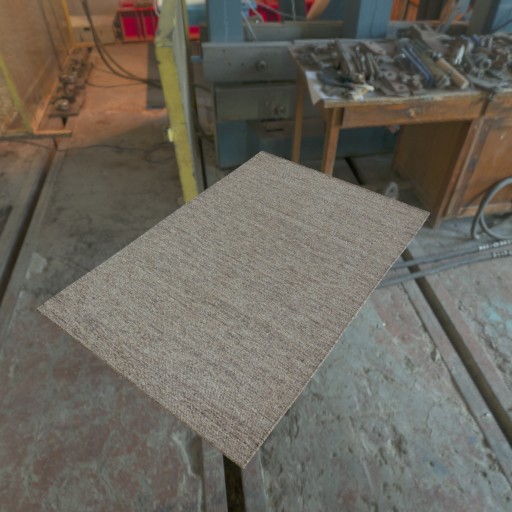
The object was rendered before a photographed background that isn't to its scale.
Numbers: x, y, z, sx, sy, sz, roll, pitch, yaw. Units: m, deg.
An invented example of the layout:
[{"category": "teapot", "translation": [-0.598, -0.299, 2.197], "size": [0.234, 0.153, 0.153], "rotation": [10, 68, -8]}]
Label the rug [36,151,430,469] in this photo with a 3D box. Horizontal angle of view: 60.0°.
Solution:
[{"category": "rug", "translation": [0.000, 0.000, 2.948], "size": [1.547, 0.013, 2.283], "rotation": [27, 49, 26]}]
